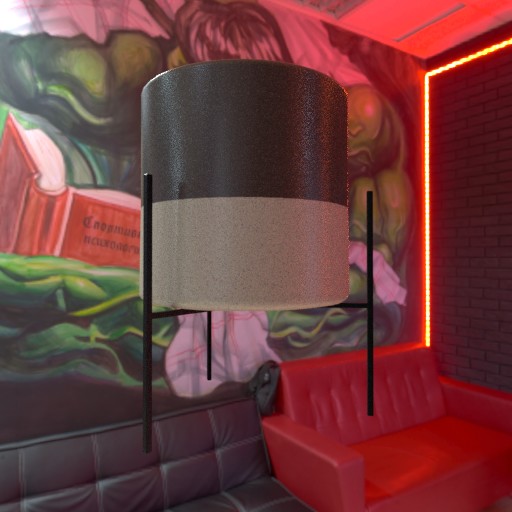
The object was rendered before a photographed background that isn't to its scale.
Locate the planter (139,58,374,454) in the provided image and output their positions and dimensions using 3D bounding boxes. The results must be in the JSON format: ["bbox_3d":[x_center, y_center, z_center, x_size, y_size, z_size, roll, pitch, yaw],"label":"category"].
[{"bbox_3d":[0.000,0.000,0.517,0.260,0.353,0.250,0,-1,0],"label":"planter"}]
